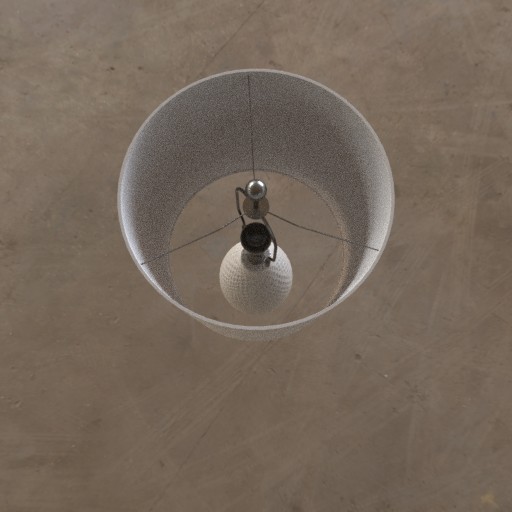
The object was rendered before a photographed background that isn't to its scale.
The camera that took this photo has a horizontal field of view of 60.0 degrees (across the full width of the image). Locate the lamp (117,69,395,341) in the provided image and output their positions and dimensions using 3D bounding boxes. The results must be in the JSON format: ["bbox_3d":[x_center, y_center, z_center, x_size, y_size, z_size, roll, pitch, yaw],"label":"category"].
[{"bbox_3d":[0.000,0.000,0.563,0.214,0.466,0.214,-33,79,-7],"label":"lamp"}]
